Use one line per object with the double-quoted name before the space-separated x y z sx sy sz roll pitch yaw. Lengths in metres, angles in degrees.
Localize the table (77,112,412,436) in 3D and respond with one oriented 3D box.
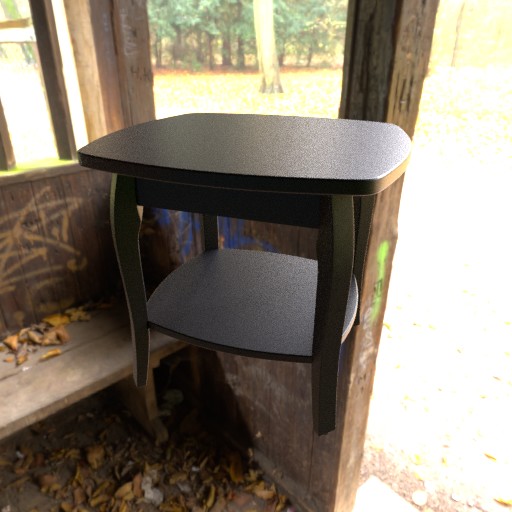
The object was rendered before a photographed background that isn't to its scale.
"table" 0.000 0.000 0.856 0.508 0.457 0.457 9 28 17
